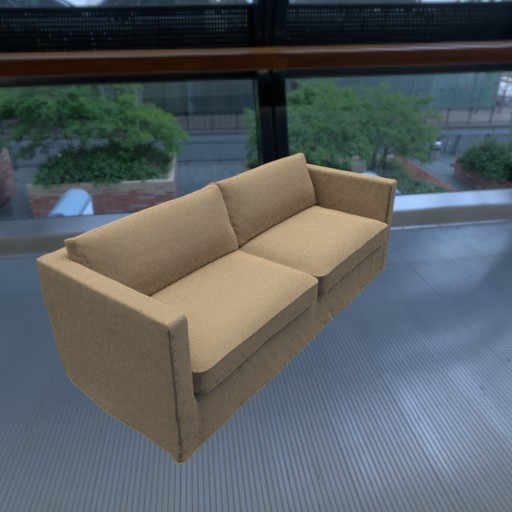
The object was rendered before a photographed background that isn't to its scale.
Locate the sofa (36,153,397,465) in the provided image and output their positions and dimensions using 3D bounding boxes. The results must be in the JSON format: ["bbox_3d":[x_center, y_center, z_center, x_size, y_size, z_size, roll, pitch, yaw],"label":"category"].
[{"bbox_3d":[0.000,0.000,2.800,0.962,0.853,2.312,18,32,32],"label":"sofa"}]
